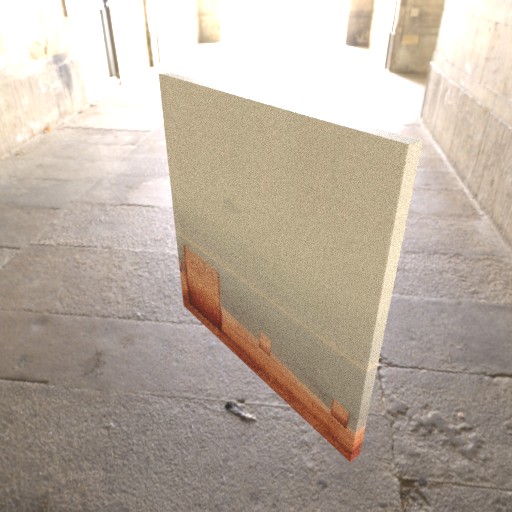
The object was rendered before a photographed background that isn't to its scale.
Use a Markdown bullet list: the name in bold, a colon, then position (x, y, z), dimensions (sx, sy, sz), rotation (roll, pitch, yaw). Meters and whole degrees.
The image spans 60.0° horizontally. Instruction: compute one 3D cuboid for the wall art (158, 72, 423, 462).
- **wall art**: position (0.000, 0.000, 1.105), dimensions (0.042, 0.760, 0.760), rotation (-23, 38, -32)
